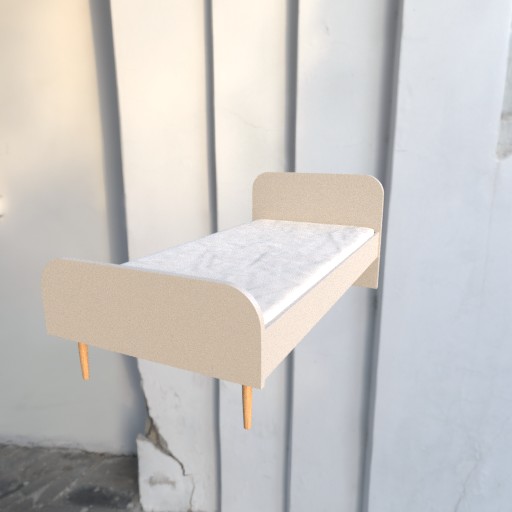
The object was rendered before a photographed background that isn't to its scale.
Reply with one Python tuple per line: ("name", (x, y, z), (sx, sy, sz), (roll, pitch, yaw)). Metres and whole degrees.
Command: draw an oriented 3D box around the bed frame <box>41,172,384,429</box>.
("bed frame", (0.000, 0.000, 2.465), (0.998, 0.805, 1.963), (7, 16, 25))
